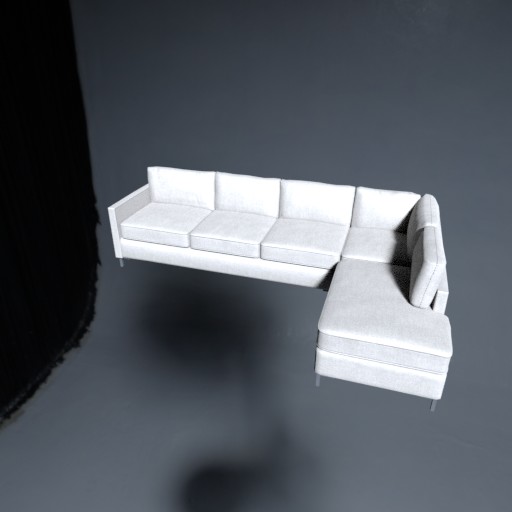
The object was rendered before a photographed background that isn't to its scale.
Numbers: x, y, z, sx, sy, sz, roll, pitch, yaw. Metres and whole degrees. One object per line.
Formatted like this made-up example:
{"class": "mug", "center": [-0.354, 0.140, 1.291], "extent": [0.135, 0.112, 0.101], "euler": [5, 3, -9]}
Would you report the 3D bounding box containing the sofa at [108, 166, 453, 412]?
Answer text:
{"class": "sofa", "center": [0.000, 0.000, 4.183], "extent": [3.331, 0.964, 2.077], "euler": [8, 29, 16]}
